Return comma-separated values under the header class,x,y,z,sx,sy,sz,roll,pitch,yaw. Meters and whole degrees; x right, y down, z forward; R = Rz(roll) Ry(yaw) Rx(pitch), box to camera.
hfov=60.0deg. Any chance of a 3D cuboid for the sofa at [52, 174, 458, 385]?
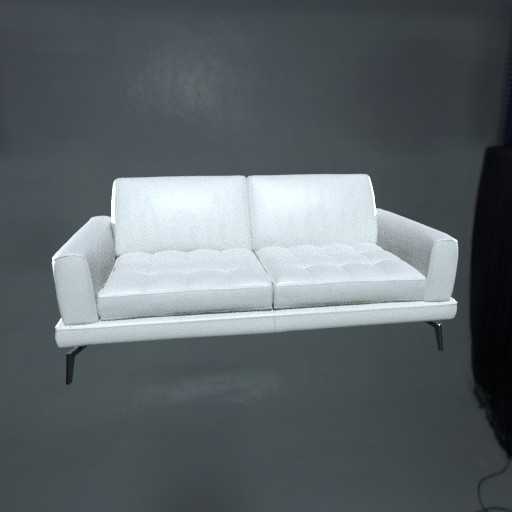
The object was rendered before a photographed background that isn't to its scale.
class,x,y,z,sx,sy,sz,roll,pitch,yaw
sofa,0.000,0.000,2.768,2.177,0.930,1.121,-3,16,-9
